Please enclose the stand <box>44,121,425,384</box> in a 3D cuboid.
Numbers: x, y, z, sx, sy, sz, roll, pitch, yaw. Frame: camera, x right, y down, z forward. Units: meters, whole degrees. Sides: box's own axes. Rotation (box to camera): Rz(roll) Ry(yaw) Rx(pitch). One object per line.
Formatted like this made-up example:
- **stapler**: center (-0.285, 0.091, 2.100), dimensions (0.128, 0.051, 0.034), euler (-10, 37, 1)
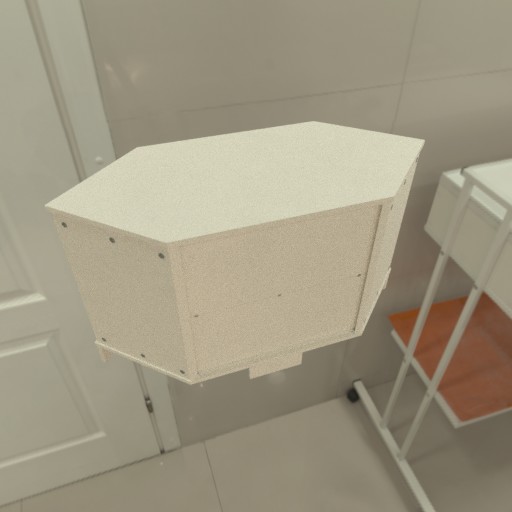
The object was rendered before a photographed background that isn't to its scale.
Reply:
- **stand**: center (0.000, 0.000, 1.390), dimensions (1.072, 0.614, 0.477), euler (-13, 42, -14)
